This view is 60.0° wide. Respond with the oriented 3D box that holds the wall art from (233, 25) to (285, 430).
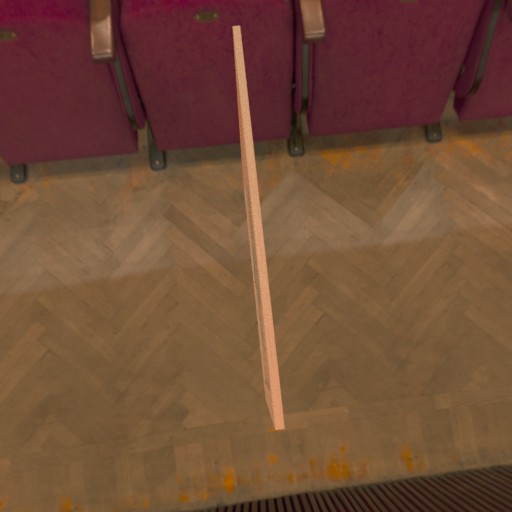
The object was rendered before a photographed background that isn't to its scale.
[{"bbox_3d":[0.000,0.000,0.890,0.013,0.584,0.584,-6,76,-1],"label":"wall art"}]
